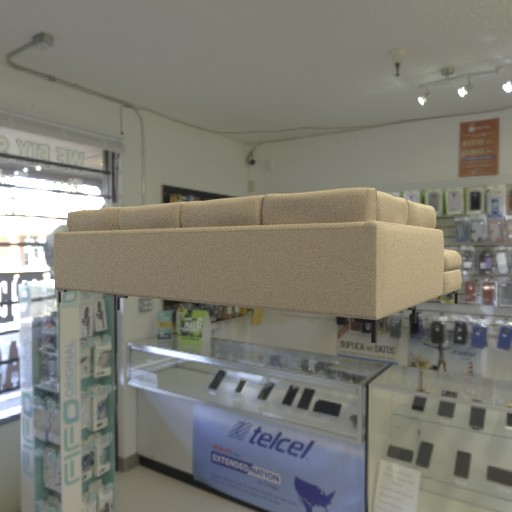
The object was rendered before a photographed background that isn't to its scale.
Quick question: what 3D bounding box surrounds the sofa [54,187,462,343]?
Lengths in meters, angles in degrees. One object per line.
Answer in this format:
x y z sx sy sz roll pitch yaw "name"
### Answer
0.000 0.000 3.567 2.737 0.756 1.879 1 1 35 "sofa"
